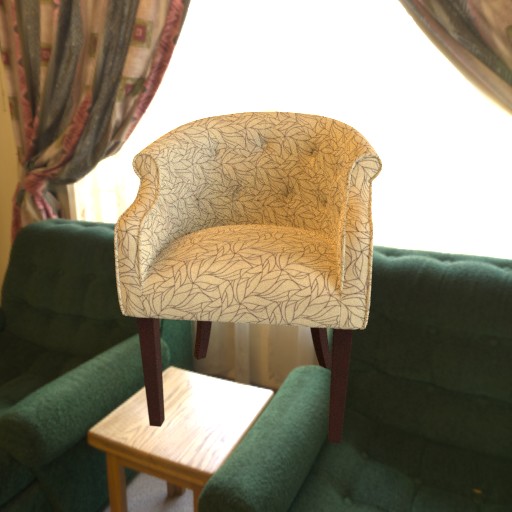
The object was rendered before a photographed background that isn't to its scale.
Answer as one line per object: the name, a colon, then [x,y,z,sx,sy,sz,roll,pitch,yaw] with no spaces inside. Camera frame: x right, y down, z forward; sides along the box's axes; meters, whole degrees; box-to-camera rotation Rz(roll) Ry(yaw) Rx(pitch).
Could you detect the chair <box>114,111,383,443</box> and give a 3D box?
chair: [0.000,0.000,1.334,0.686,0.858,0.613,2,15,8]
